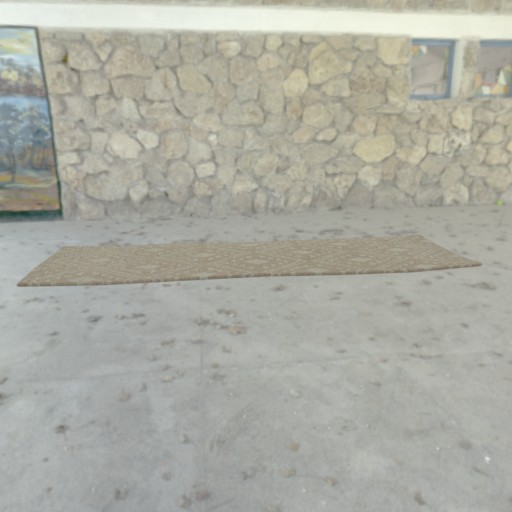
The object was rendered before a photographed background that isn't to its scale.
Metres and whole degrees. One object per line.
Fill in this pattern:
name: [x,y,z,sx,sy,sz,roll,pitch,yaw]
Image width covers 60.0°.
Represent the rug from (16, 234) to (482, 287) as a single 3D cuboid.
rug: [0.000,0.000,2.664,2.452,0.051,0.752,-2,16,-6]
